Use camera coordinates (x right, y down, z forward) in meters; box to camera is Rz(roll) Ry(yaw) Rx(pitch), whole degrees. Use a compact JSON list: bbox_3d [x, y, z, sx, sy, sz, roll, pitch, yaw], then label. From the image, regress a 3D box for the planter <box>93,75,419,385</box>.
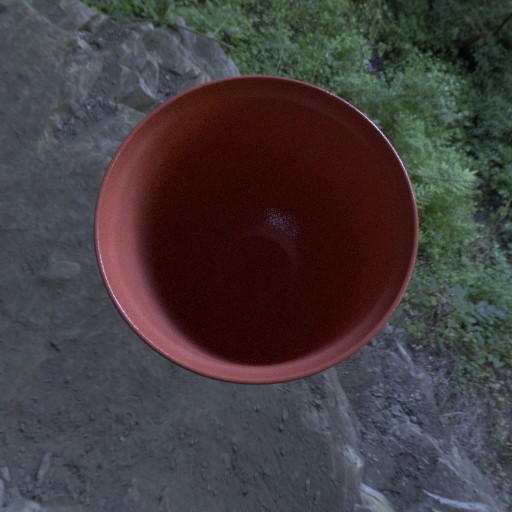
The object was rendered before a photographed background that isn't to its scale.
[{"bbox_3d":[0.000,0.000,0.492,0.266,0.270,0.266,0,76,0],"label":"planter"}]
